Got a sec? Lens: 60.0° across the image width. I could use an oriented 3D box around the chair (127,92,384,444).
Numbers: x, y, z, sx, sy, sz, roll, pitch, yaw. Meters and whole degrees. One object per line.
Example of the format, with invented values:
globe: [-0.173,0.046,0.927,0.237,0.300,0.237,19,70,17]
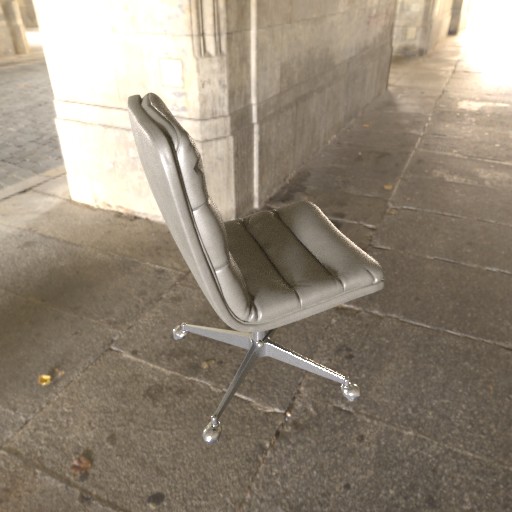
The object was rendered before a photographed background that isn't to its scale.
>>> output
chair: [0.000,0.000,1.063,0.485,0.738,0.422,-11,33,-17]
